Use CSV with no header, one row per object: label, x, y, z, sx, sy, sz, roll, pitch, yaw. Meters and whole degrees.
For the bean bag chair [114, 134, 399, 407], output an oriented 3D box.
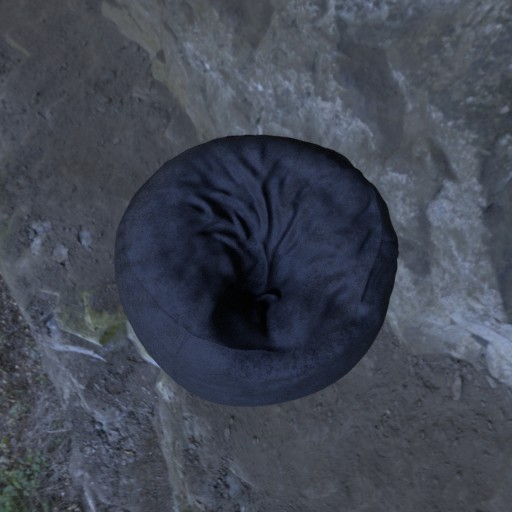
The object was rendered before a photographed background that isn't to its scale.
bean bag chair,0.000,0.000,2.445,1.525,0.751,1.525,0,63,0
